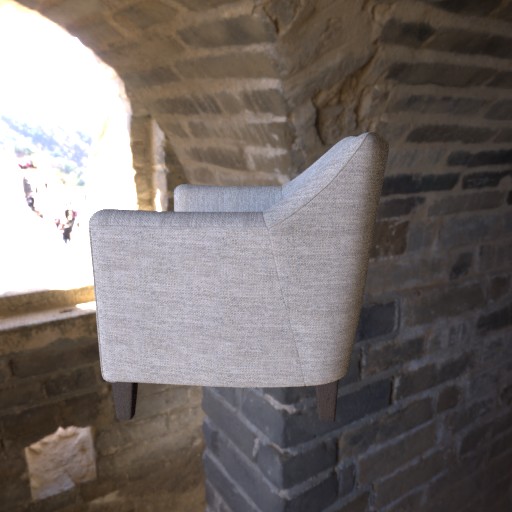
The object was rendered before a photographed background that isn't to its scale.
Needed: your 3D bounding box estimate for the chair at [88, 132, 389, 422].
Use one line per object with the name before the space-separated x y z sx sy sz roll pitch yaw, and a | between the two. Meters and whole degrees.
chair | 0.000 0.000 1.444 0.758 0.761 0.796 2 14 7
